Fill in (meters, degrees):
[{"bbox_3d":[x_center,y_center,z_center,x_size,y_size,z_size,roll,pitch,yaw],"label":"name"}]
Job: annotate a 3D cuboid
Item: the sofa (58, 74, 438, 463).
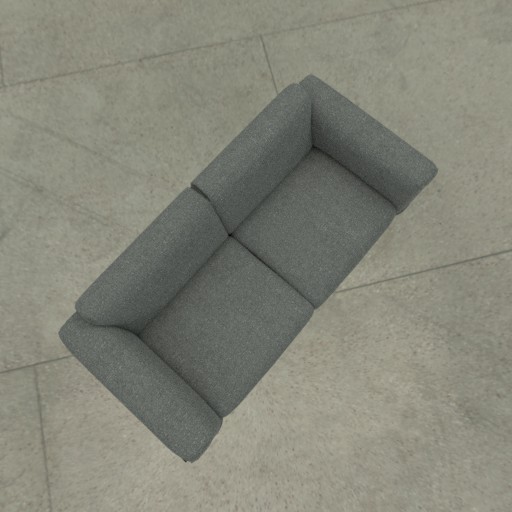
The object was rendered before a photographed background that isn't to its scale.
[{"bbox_3d":[0.000,0.000,2.599,0.985,0.703,2.125,40,79,10],"label":"sofa"}]
